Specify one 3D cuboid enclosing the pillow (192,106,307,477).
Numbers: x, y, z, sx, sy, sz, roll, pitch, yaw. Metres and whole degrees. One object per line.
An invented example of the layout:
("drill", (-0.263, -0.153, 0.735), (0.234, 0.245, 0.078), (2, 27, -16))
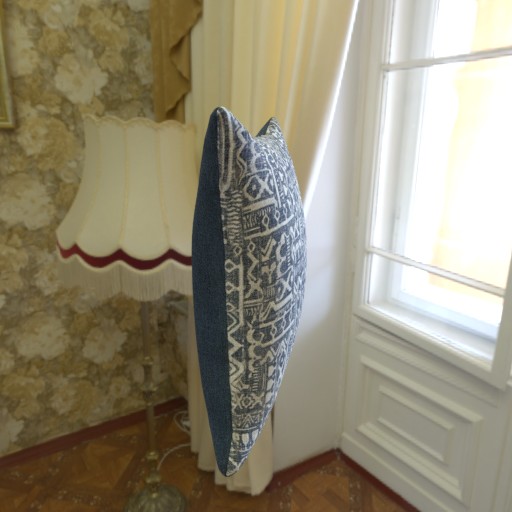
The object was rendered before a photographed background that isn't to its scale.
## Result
("pillow", (0.000, 0.000, 0.793), (0.180, 0.487, 0.546), (2, 16, 8))
